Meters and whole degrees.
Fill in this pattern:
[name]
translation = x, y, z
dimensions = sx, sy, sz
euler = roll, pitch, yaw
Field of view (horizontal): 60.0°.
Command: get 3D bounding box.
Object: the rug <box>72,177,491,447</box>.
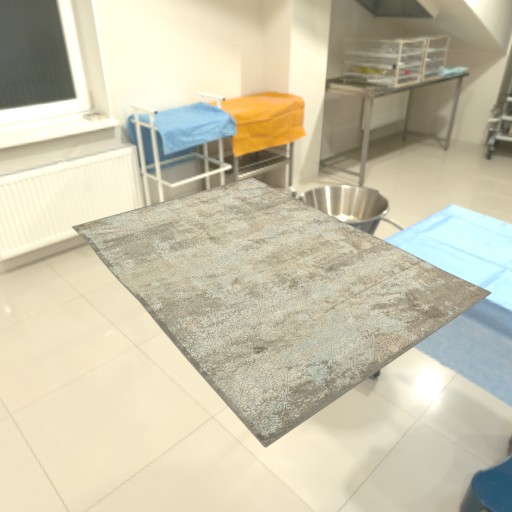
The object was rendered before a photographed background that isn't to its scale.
[rug]
translation = 0.000, 0.000, 4.169
dimensions = 2.393, 0.013, 3.307
euler = -21, 37, -31
